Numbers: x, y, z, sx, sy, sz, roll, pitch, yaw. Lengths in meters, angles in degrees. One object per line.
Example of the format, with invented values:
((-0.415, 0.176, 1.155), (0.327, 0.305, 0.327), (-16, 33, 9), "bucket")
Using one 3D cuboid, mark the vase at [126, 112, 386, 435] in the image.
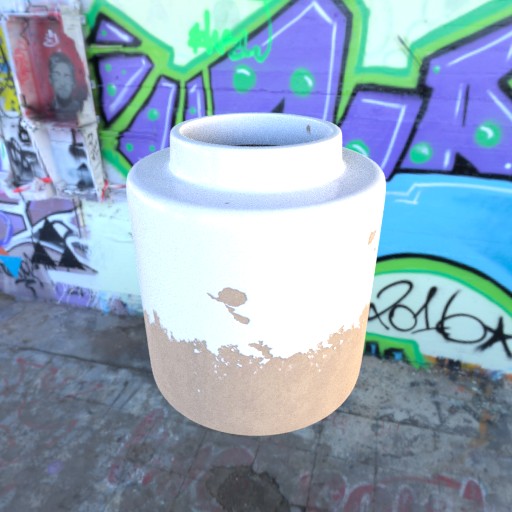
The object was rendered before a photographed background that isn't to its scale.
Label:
((0.000, 0.000, 0.293), (0.153, 0.167, 0.153), (0, 28, 0), "vase")
